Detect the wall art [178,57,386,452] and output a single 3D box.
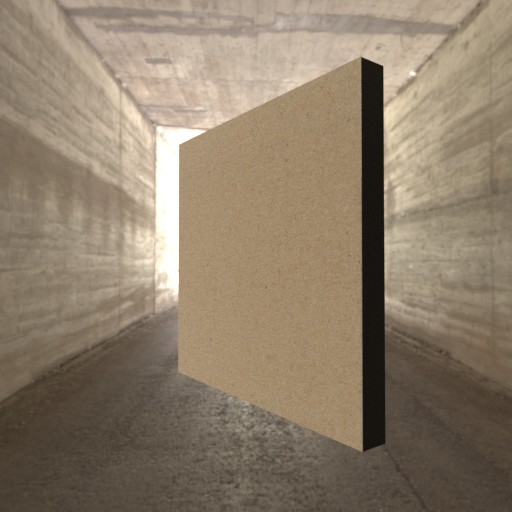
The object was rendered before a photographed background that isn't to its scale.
[{"bbox_3d":[0.000,0.000,0.497,0.029,0.318,0.327,1,-1,-36],"label":"wall art"}]
